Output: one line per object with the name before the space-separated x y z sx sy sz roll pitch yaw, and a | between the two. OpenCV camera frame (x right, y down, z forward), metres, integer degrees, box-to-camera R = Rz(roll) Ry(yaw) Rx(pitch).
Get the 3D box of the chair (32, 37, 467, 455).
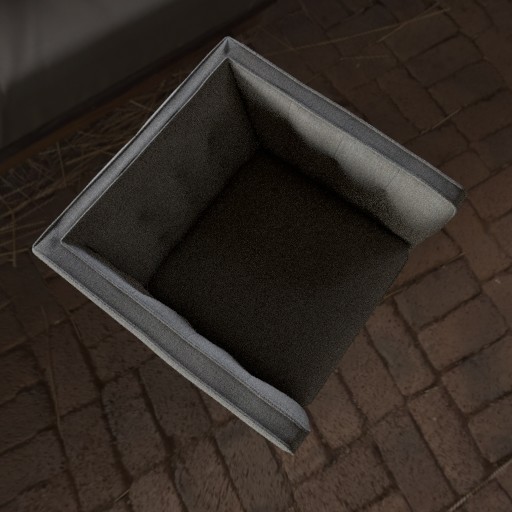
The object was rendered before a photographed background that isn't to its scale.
chair | 0.000 0.000 1.617 0.912 0.799 0.920 36 77 9
